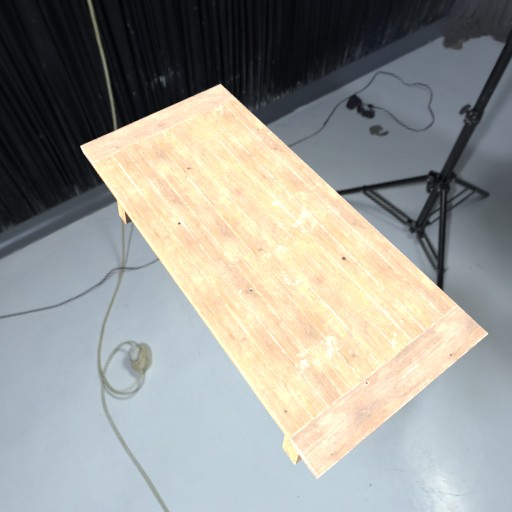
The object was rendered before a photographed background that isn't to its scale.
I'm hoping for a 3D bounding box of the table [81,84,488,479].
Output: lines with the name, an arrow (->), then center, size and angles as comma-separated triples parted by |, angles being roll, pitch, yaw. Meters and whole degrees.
table -> 0.000, 0.000, 2.098 | 0.820, 0.465, 1.800 | -31, 62, -18
